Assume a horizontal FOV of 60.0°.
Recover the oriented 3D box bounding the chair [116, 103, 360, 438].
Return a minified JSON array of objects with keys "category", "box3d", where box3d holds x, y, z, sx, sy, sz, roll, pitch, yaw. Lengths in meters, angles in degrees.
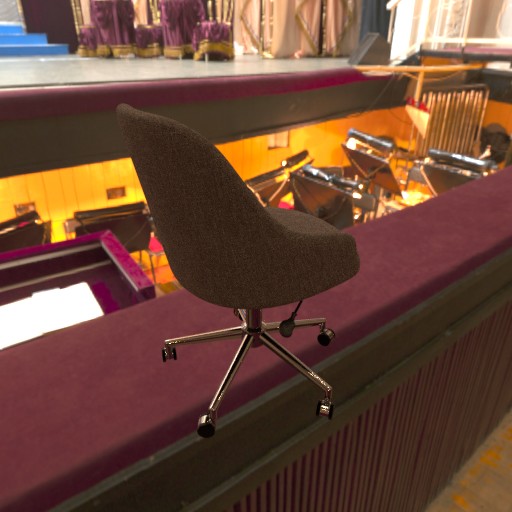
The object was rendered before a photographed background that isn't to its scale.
[{"category":"chair","box3d":[0.000,0.000,1.405,0.712,0.950,0.671,-18,32,-31]}]
